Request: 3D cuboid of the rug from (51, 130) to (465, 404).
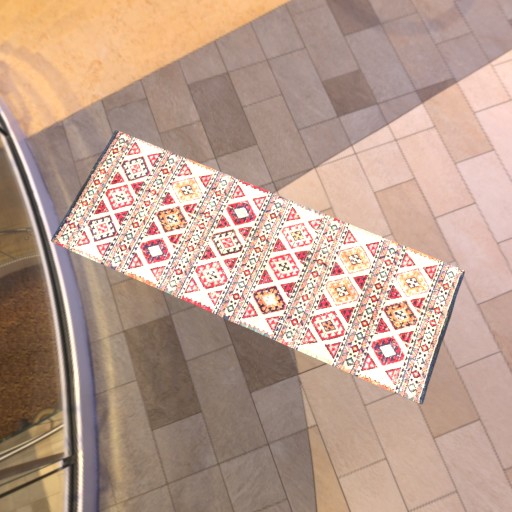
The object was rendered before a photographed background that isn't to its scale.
[{"bbox_3d":[0.000,0.000,2.662,2.362,0.008,0.832,23,76,6],"label":"rug"}]
